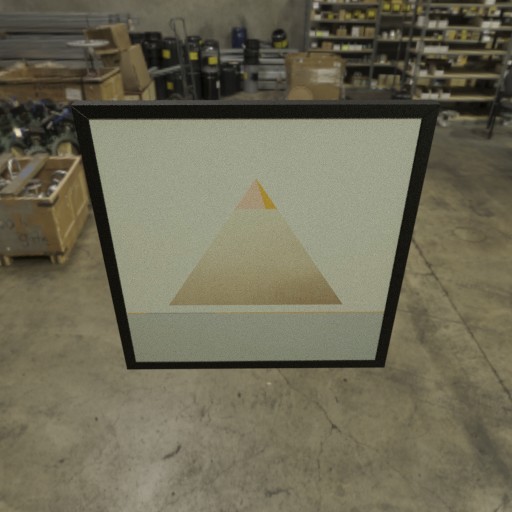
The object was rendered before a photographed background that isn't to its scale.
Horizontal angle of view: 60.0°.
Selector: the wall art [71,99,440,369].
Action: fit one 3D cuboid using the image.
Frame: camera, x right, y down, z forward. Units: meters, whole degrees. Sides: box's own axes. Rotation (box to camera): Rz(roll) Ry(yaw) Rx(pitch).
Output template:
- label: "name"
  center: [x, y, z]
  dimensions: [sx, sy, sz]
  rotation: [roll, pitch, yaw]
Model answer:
- label: "wall art"
  center: [0.000, 0.000, 1.141]
  dimensions: [0.769, 0.766, 0.042]
  rotation: [0, 32, 0]
